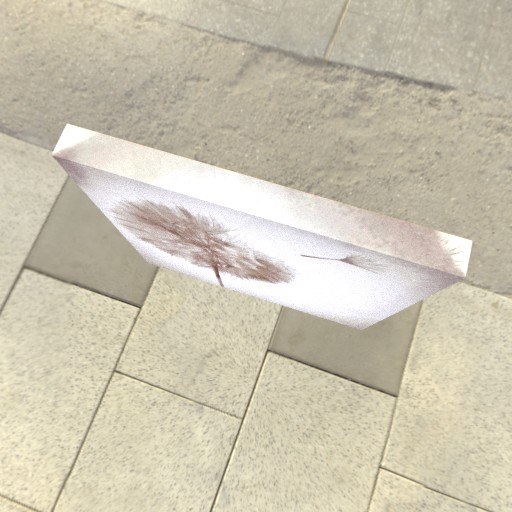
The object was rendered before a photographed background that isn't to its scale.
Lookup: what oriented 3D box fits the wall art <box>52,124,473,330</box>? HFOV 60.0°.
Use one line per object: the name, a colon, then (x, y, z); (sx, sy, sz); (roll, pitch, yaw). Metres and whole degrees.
wall art: (0.000, 0.000, 0.459); (0.303, 0.303, 0.028); (17, 75, 5)
